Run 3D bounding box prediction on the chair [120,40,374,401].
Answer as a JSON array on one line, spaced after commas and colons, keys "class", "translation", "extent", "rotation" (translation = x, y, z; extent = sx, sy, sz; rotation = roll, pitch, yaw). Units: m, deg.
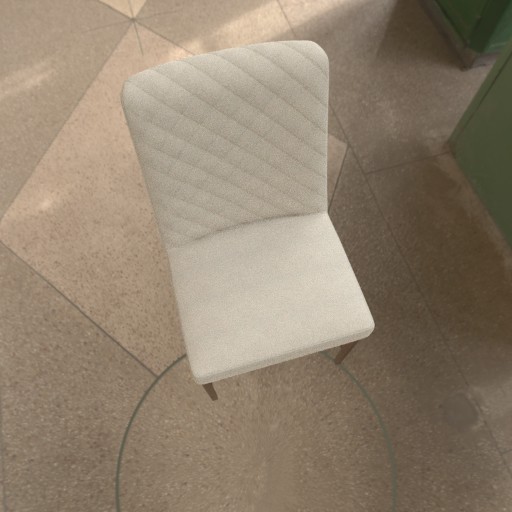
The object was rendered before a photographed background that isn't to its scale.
[{"class": "chair", "translation": [0.000, 0.000, 1.265], "extent": [0.503, 0.933, 0.597], "rotation": [-14, 65, -7]}]
